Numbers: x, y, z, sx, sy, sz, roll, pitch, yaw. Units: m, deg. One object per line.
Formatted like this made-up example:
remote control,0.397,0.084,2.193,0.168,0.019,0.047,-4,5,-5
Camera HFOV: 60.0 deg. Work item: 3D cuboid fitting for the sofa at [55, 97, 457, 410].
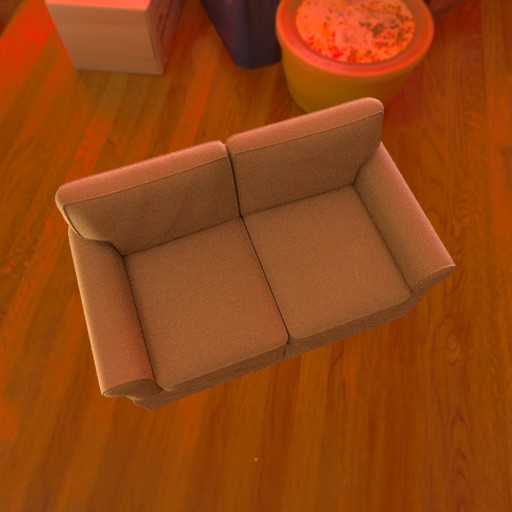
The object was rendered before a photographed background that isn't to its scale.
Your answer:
sofa,0.000,0.000,2.306,1.727,0.940,0.991,-18,67,-8
